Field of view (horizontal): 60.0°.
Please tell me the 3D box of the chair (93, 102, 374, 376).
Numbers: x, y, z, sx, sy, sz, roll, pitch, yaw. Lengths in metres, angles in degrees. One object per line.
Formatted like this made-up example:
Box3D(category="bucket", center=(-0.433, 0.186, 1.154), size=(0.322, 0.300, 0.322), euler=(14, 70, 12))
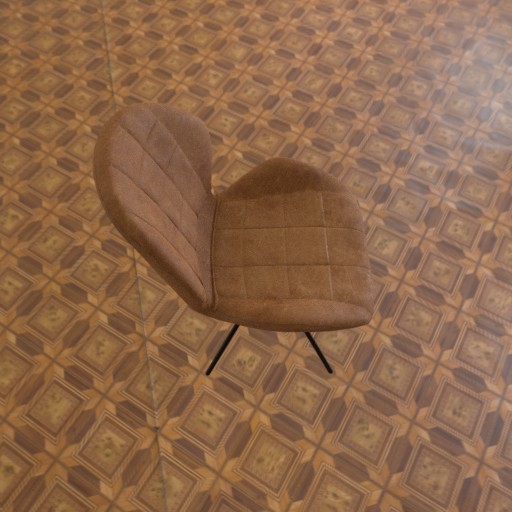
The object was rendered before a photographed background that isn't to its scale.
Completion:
Box3D(category="chair", center=(0.000, 0.000, 1.268), size=(0.640, 0.929, 0.527), euler=(-1, 61, 0))
